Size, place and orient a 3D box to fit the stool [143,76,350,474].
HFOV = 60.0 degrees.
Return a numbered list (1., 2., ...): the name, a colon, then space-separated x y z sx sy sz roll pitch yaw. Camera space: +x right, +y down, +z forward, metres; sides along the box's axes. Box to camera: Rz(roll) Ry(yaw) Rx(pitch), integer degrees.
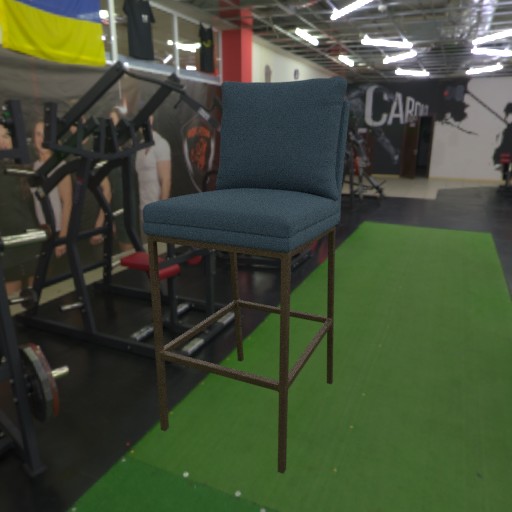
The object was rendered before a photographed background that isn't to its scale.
1. stool: 0.000 0.000 1.459 0.463 1.124 0.568 8 18 25
